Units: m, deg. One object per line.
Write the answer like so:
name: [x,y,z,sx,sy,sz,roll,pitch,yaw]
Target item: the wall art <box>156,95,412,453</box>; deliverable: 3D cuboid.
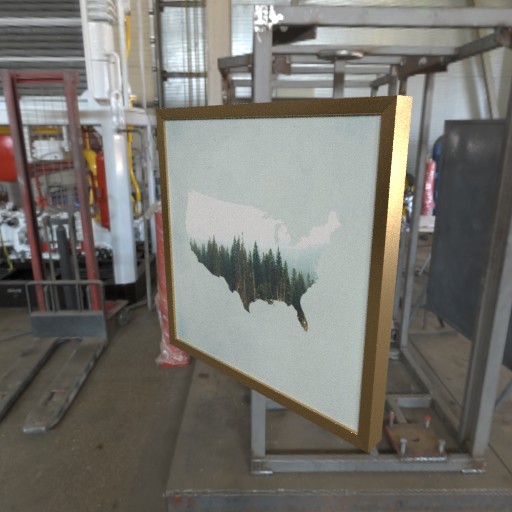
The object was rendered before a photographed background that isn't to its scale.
wall art: [0.000,0.000,0.783,0.509,0.509,0.040,15,22,42]
